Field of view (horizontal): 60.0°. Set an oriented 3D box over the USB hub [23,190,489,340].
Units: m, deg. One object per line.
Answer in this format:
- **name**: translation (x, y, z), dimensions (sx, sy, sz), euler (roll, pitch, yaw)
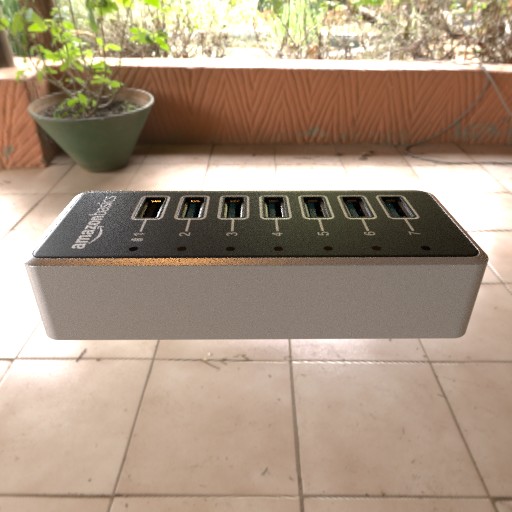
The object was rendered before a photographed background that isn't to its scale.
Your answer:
- **USB hub**: translation (0.000, 0.000, 0.125), dimensions (0.110, 0.023, 0.044), euler (0, 31, 0)
